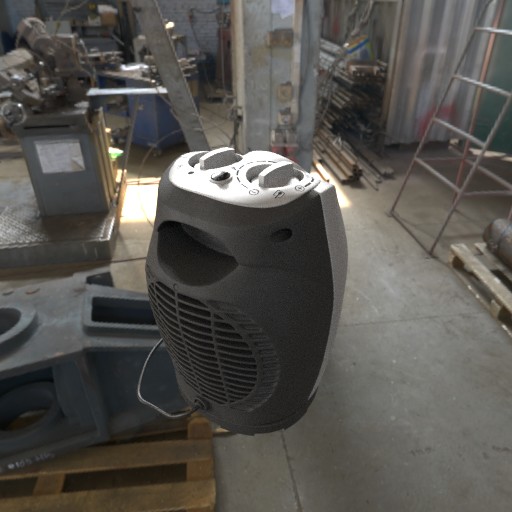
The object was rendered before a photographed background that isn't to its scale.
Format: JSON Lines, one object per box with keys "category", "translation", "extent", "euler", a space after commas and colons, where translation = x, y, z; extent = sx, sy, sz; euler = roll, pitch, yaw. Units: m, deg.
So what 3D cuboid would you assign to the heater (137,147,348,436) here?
{"category": "heater", "translation": [0.000, 0.000, 0.479], "extent": [0.239, 0.255, 0.291], "euler": [21, 37, 30]}
